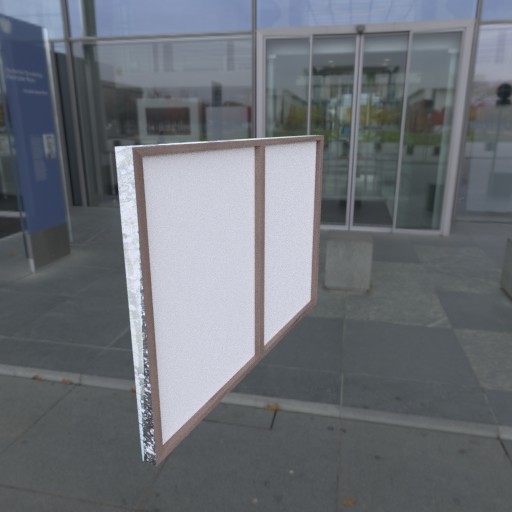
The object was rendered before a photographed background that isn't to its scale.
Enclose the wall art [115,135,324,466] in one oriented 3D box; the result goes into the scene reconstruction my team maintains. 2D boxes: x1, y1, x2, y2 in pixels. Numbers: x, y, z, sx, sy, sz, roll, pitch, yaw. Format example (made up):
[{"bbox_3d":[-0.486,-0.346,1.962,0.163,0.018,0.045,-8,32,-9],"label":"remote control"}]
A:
[{"bbox_3d":[0.000,0.000,1.170,0.038,0.598,0.919,8,18,26],"label":"wall art"}]
